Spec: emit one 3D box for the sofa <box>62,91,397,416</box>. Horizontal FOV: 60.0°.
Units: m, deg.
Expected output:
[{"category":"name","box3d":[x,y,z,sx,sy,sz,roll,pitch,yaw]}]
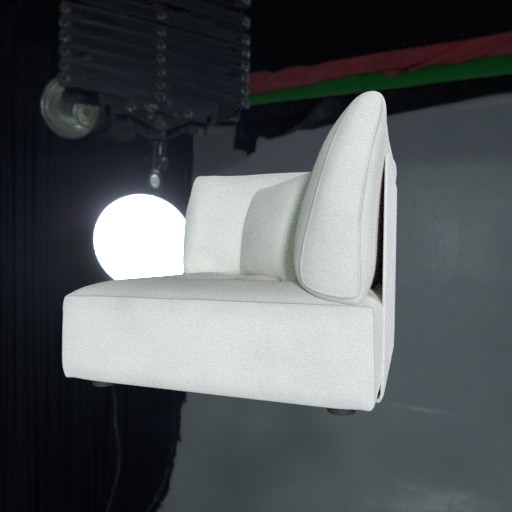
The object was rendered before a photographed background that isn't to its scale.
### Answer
[{"category":"sofa","box3d":[0.000,0.000,1.683,1.000,0.820,1.000,0,0,19]}]
